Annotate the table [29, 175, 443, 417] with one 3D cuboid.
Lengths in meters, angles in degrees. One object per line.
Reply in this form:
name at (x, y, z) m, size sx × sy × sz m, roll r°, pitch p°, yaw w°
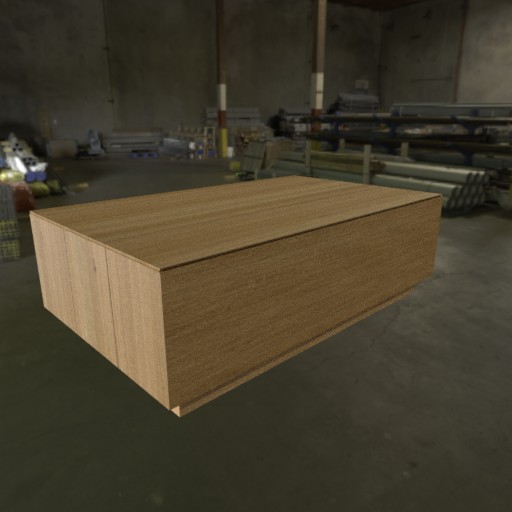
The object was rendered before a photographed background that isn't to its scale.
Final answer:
table at (0.000, 0.000, 1.426) m, size 1.110 × 0.353 × 0.678 m, roll -16°, pitch 24°, yaw -41°
